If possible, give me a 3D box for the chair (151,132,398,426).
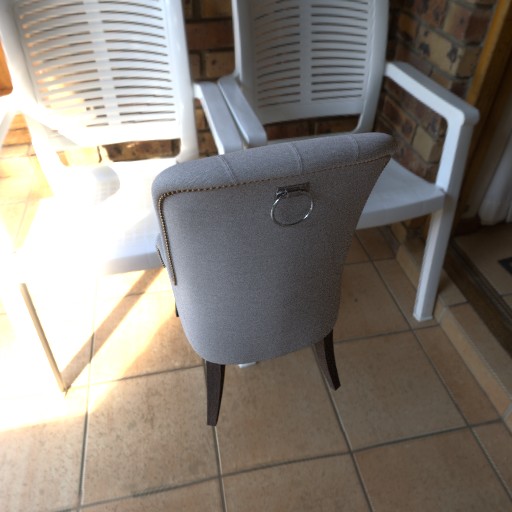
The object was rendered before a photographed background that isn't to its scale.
[{"bbox_3d":[0.000,0.000,1.504,0.634,1.091,0.629,-12,44,-13],"label":"chair"}]
